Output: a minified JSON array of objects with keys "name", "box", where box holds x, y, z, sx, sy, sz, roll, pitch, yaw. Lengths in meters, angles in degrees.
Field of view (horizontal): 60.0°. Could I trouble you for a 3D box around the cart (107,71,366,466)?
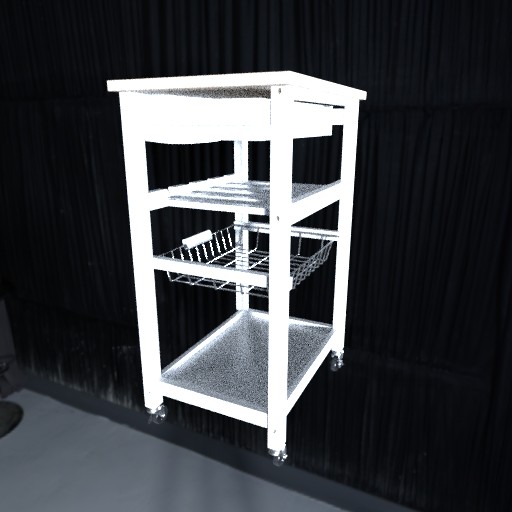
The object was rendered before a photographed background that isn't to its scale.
[{"name":"cart","box":[0.000,0.000,1.201,0.406,0.857,0.578,8,18,25]}]
